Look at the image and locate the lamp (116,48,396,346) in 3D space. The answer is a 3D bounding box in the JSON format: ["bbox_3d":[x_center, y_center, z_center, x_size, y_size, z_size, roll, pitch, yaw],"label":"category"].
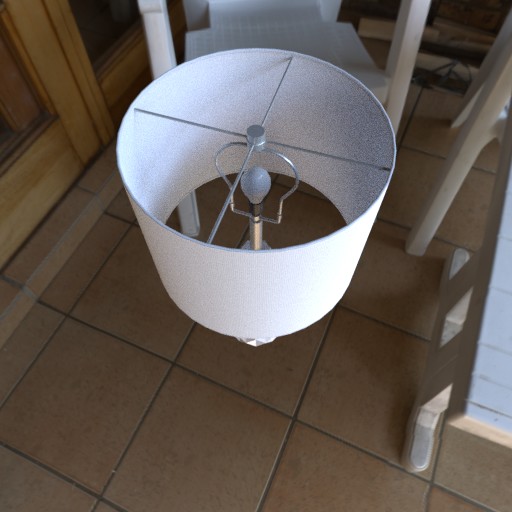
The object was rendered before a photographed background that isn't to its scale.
[{"bbox_3d":[0.000,0.000,0.695,0.297,0.522,0.297,0,59,0],"label":"lamp"}]
